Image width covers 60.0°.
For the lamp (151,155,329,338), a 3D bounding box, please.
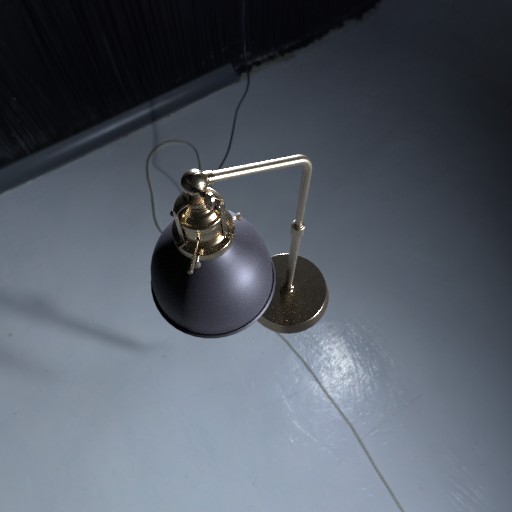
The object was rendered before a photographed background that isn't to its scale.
[{"bbox_3d":[0.000,0.000,0.595,0.291,0.456,0.160,-31,67,-15],"label":"lamp"}]
